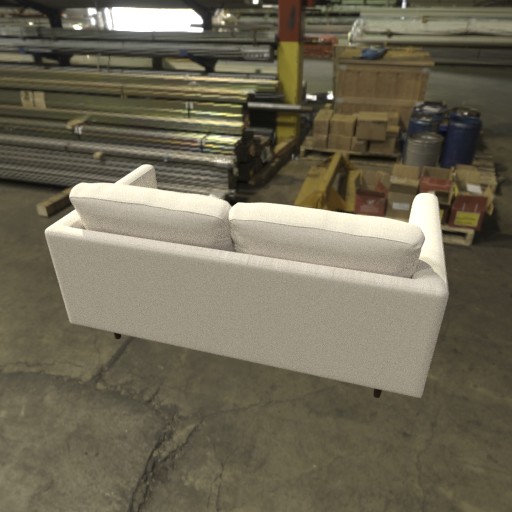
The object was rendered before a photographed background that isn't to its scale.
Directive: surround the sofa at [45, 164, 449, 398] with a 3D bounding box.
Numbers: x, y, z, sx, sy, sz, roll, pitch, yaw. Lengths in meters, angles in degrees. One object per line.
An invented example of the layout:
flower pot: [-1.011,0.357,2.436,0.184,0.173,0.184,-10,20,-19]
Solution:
sofa: [0.000,0.000,2.266,1.713,0.893,0.940,9,33,14]
